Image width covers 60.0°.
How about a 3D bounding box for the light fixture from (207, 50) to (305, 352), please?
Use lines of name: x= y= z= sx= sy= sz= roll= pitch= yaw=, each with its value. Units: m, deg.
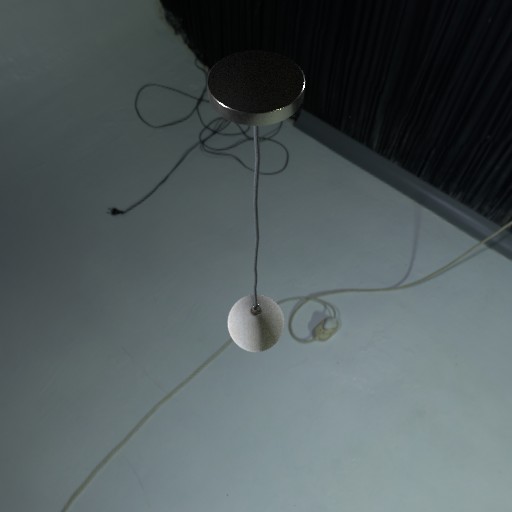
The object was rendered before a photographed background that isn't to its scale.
light fixture: x=0.000 y=0.000 z=0.826 sx=0.139 sy=0.764 sz=0.139 roll=33 pitch=64 yaw=18
